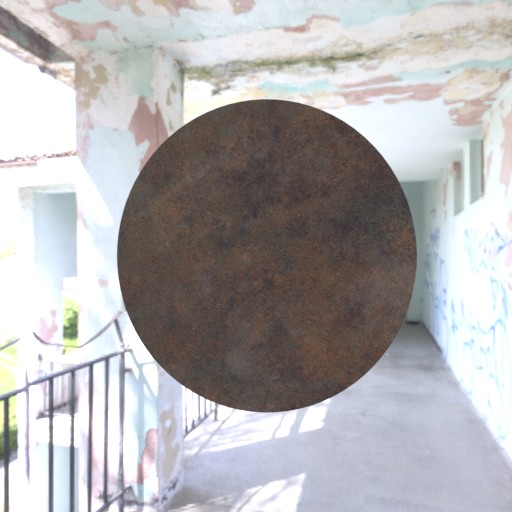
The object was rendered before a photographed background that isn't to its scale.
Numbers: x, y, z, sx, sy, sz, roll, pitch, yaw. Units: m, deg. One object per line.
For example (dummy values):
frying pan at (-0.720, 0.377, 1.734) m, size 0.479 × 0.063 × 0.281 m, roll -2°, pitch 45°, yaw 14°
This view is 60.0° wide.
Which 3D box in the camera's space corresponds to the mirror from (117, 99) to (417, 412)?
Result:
mirror at (0.000, 0.000, 0.860) m, size 0.585 × 0.585 × 0.061 m, roll 0°, pitch 0°, yaw 17°
